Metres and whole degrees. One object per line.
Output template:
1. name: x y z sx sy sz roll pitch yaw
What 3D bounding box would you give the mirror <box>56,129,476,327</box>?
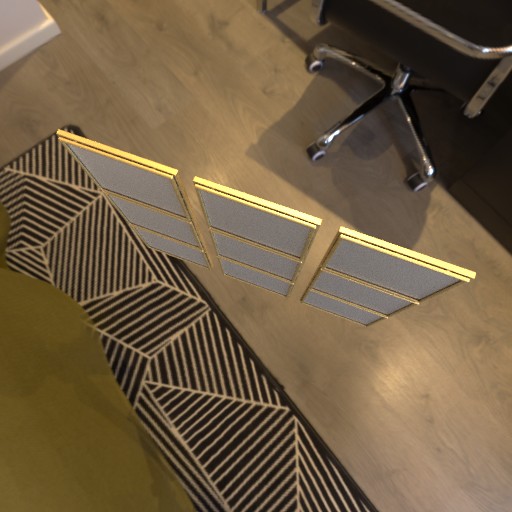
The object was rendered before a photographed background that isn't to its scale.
1. mirror: 0.000 0.000 1.453 1.011 0.926 0.023 20 76 5
